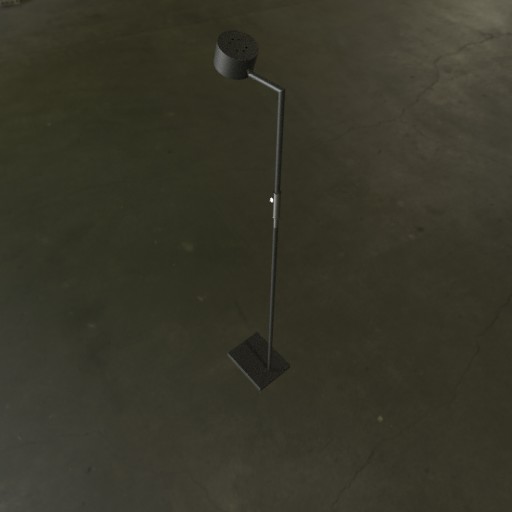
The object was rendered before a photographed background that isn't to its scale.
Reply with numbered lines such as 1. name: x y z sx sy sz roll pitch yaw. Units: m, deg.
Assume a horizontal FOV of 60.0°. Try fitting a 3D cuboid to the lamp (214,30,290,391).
1. lamp: 0.000 0.000 1.735 0.203 1.600 0.304 -32 55 -26
